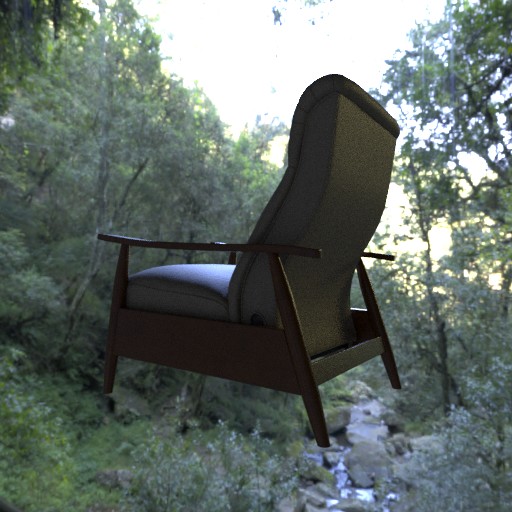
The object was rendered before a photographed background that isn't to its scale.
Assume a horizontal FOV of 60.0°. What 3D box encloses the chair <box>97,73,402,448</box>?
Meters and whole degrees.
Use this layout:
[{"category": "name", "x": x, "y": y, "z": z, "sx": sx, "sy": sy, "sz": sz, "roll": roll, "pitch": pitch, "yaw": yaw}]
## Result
[{"category": "chair", "x": 0.000, "y": 0.000, "z": 1.796, "sx": 1.032, "sy": 1.082, "sz": 0.762, "roll": -1, "pitch": -2, "yaw": 34}]
